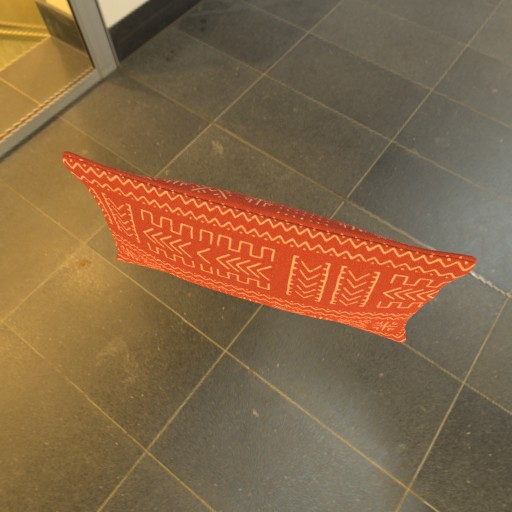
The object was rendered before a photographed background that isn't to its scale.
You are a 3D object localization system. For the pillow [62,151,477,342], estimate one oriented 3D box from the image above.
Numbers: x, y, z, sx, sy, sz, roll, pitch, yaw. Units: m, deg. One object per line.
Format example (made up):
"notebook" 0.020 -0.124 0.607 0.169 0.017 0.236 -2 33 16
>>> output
"pillow" 0.000 0.000 0.796 0.640 0.352 0.130 15 64 8
